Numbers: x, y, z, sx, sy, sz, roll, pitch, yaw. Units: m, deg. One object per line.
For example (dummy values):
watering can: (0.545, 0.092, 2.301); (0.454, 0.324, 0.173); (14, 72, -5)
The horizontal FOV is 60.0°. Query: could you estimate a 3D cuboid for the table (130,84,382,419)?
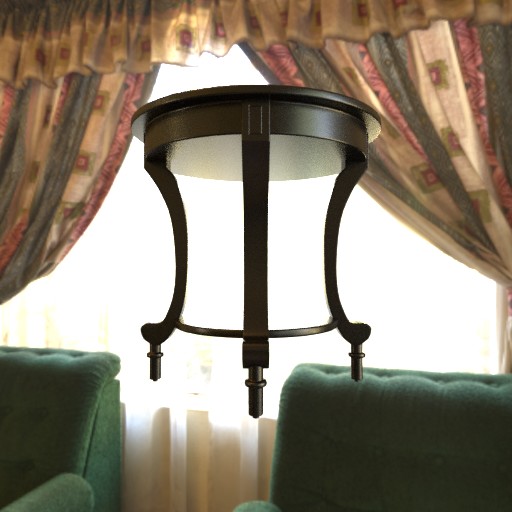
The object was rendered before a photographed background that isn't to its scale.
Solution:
table: (0.000, 0.000, 1.094); (0.597, 0.618, 0.597); (0, 0, 0)
